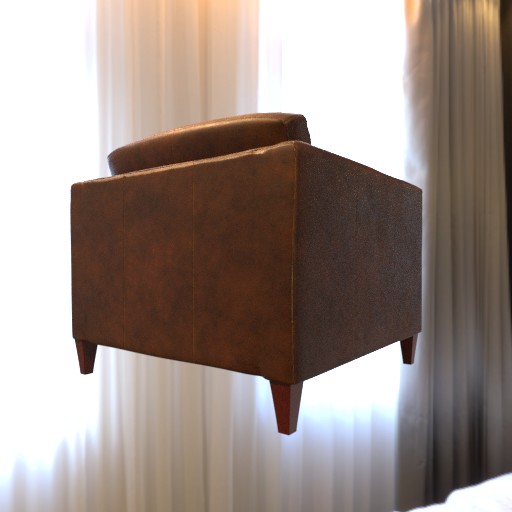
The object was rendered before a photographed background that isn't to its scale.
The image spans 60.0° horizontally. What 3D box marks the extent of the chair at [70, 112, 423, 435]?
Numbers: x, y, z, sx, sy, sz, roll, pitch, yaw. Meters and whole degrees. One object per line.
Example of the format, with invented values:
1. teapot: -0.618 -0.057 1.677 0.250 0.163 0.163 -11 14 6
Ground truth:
1. chair: 0.000 0.000 1.709 0.990 0.864 0.975 0 0 38
